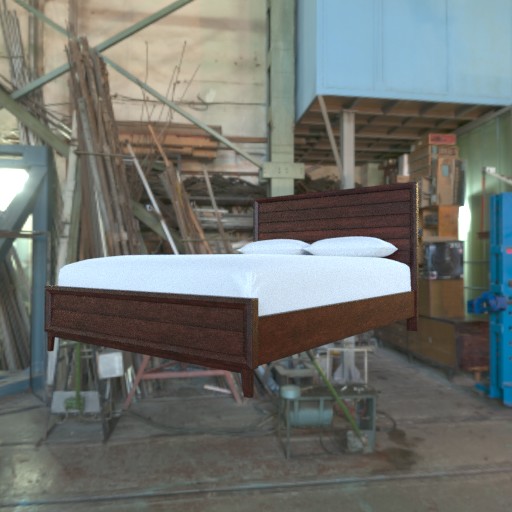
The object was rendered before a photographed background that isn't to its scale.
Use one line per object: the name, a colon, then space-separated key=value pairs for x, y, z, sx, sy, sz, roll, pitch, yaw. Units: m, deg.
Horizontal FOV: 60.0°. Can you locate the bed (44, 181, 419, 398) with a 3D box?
bed: x=0.000 y=0.000 z=3.973 sx=2.040 sy=1.492 sz=2.803 roll=-1 pitch=-1 yaw=37
